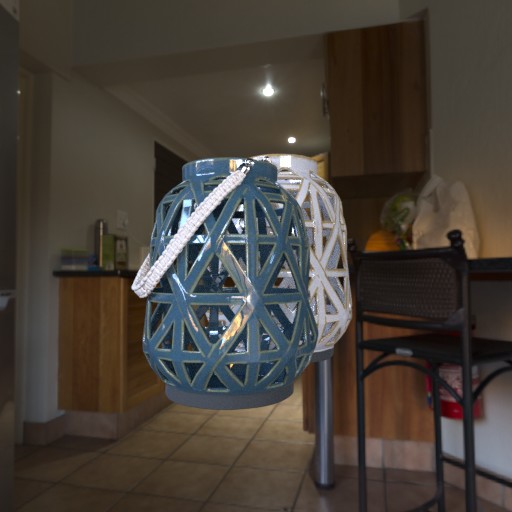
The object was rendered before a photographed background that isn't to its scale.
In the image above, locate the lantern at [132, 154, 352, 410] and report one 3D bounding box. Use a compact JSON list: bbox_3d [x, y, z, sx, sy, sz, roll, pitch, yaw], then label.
[{"bbox_3d":[0.000,0.000,0.618,0.245,0.307,0.439,-1,-2,16],"label":"lantern"}]
